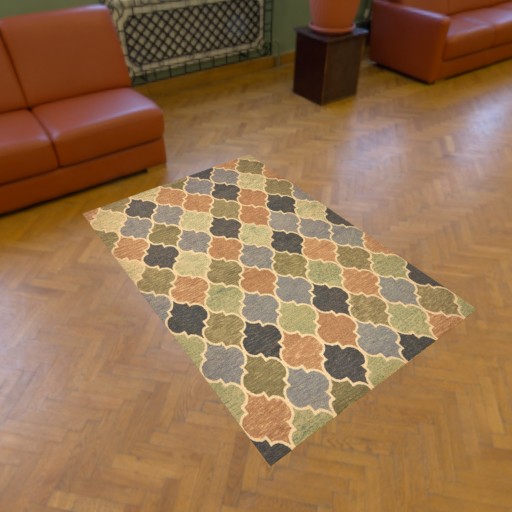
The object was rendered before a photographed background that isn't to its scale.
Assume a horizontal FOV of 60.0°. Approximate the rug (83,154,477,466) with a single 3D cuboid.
[{"bbox_3d":[0.000,0.000,2.351,1.216,0.006,1.828,-26,48,-26],"label":"rug"}]
